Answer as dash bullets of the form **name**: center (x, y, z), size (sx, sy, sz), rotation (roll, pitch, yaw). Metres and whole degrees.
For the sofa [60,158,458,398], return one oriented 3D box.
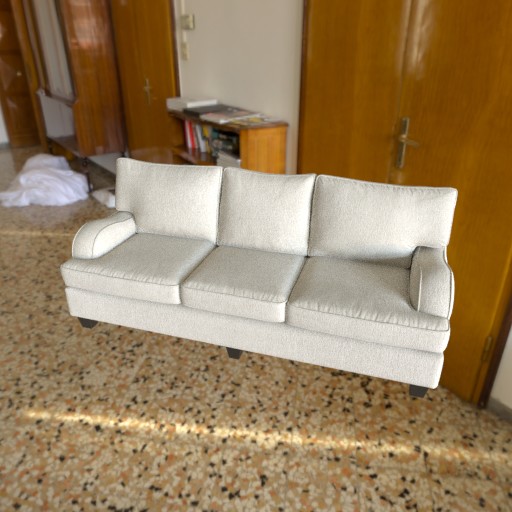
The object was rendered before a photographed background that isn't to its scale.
- **sofa**: center (0.000, 0.000, 2.869), size (2.323, 0.991, 1.016), rotation (8, 27, 16)
